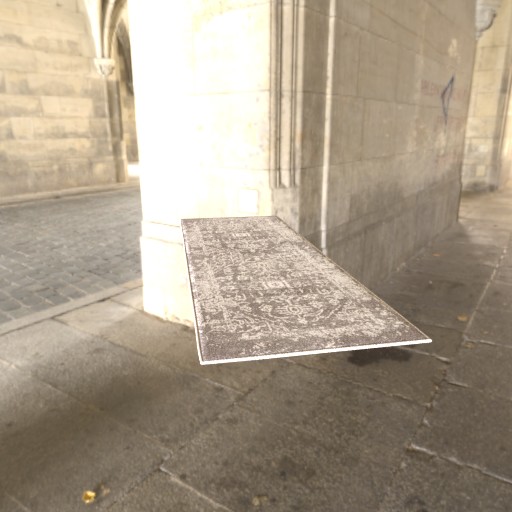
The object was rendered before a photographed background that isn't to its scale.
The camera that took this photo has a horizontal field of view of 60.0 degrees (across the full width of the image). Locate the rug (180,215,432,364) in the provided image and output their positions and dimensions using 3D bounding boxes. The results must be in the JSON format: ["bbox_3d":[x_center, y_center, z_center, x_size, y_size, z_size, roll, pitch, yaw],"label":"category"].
[{"bbox_3d":[0.000,0.000,2.702,0.855,0.017,2.452,-3,16,-11],"label":"rug"}]
